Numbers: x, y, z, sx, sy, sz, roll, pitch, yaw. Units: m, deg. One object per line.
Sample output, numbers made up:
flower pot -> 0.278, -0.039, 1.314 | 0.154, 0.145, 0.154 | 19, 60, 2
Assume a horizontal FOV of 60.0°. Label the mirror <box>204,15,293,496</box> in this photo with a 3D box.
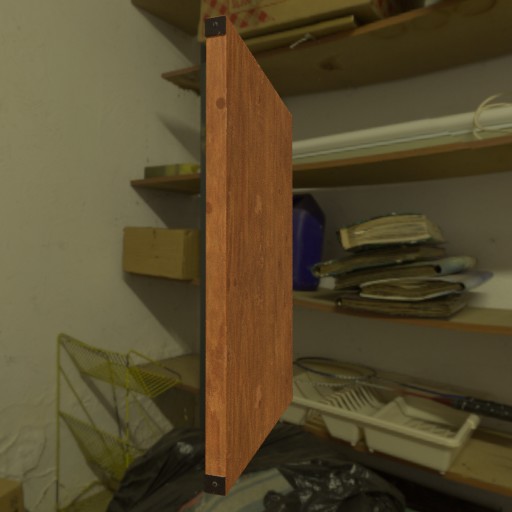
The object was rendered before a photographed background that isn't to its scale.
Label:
mirror -> 0.000, 0.000, 0.952 | 0.053, 0.761, 0.517 | 0, -1, 17
